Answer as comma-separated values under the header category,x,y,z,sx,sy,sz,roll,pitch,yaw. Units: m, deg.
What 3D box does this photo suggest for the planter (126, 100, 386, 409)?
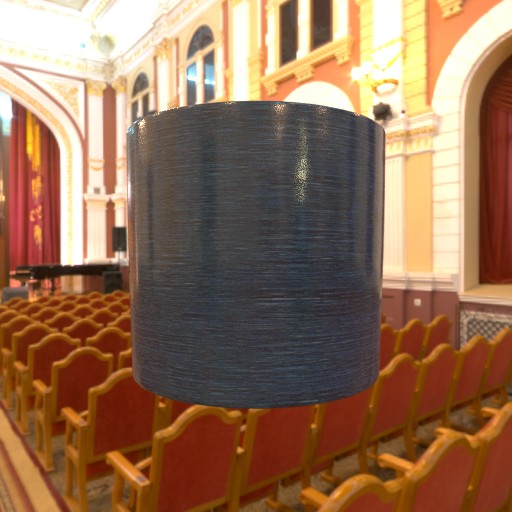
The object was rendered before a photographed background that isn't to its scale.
category,x,y,z,sx,sy,sz,roll,pitch,yaw
planter,0.000,0.000,0.395,0.221,0.201,0.221,0,0,0
